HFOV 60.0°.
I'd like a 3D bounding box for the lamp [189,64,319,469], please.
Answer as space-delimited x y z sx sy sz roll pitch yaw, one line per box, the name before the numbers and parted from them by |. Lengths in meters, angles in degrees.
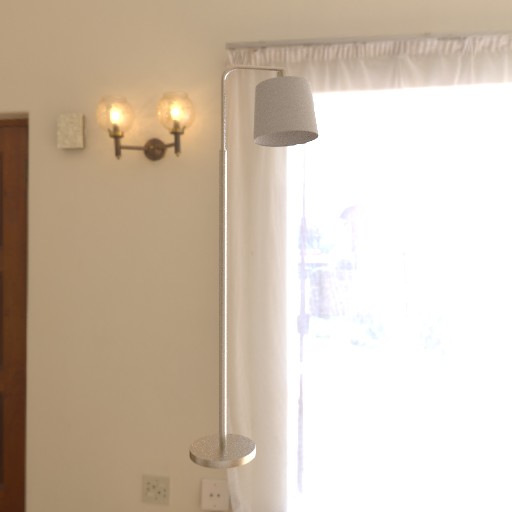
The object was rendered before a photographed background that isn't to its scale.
lamp | 0.000 0.000 1.702 0.508 1.478 0.254 0 0 -18
